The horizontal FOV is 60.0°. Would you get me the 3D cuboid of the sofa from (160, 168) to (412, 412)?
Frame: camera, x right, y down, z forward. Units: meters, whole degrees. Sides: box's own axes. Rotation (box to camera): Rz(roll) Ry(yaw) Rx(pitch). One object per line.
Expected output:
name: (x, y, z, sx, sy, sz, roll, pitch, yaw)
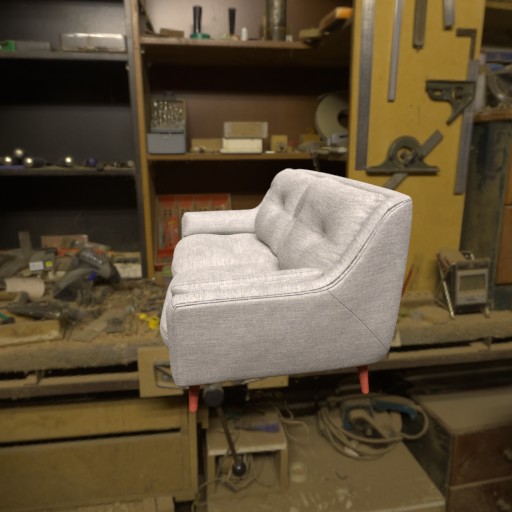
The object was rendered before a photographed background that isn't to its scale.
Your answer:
sofa: (0.000, 0.000, 2.491, 0.976, 0.897, 1.930, -2, 14, -7)
